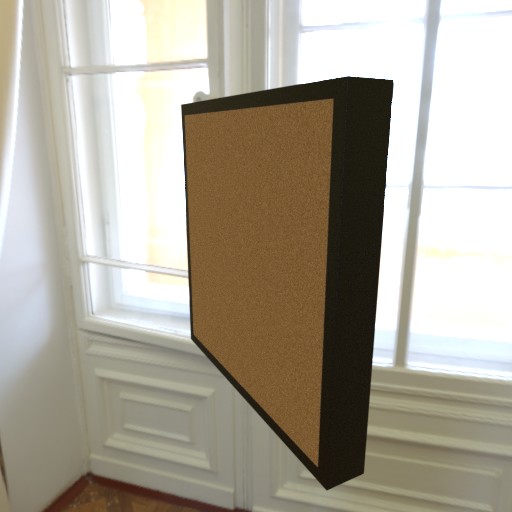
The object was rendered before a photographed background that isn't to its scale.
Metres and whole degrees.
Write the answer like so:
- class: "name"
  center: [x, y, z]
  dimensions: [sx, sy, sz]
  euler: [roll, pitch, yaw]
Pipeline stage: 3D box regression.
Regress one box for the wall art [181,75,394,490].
- class: "wall art"
  center: [0.000, 0.000, 0.445]
  dimensions: [0.038, 0.304, 0.304]
  euler: [-8, 17, -27]
